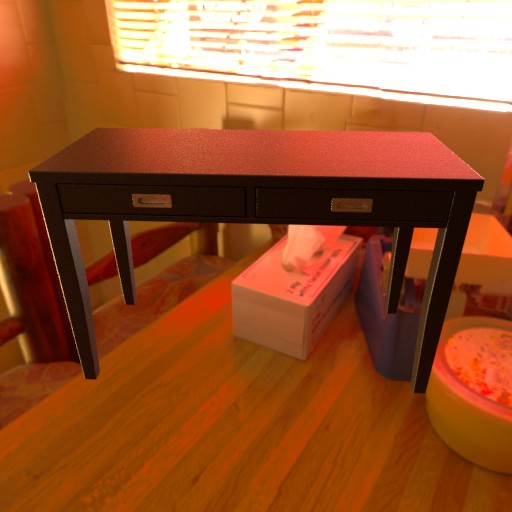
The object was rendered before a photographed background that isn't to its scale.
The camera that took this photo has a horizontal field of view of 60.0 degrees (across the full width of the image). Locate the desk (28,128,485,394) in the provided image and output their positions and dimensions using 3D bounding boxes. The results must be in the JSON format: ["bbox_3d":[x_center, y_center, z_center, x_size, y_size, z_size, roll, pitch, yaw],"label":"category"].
[{"bbox_3d":[0.000,0.000,1.588,1.220,0.775,0.508,2,29,3],"label":"desk"}]
